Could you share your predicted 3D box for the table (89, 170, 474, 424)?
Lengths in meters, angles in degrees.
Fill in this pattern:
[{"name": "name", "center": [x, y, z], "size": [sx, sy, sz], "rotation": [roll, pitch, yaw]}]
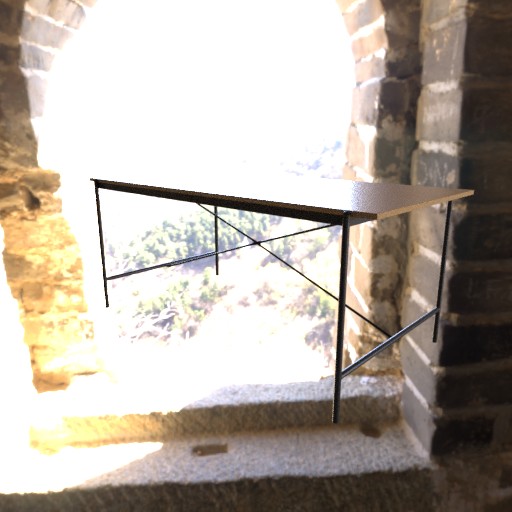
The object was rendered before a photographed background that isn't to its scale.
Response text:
[{"name": "table", "center": [0.000, 0.000, 2.320], "size": [1.800, 0.758, 0.900], "rotation": [14, 20, 41]}]
